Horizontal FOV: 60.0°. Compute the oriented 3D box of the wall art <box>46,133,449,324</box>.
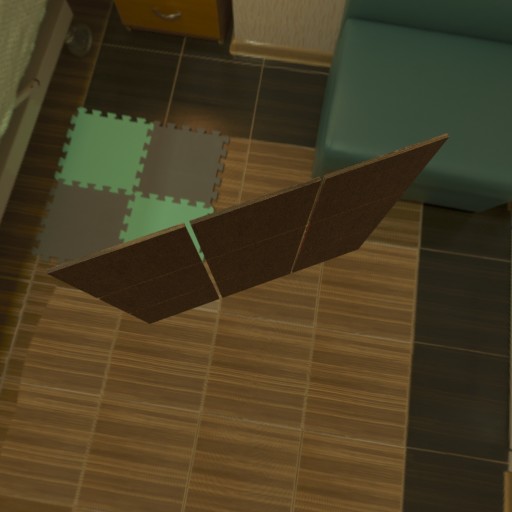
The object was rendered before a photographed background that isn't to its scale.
[{"bbox_3d":[0.000,0.000,1.844,1.215,1.213,0.013,-19,76,-5],"label":"wall art"}]
